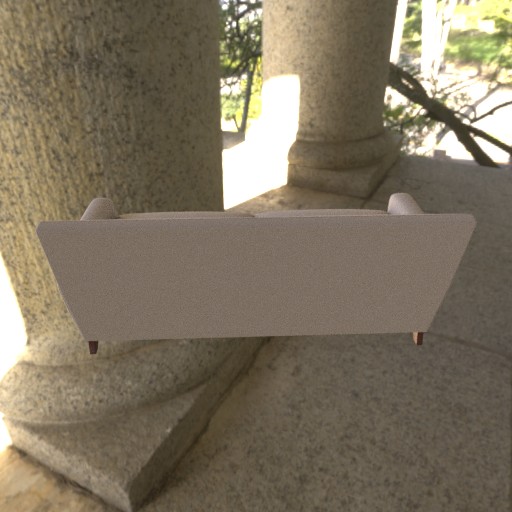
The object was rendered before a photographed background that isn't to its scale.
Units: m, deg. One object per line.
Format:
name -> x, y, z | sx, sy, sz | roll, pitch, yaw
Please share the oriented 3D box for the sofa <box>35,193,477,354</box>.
sofa -> 0.000, 0.000, 2.480 | 2.000, 0.846, 0.875 | -1, 31, -2
